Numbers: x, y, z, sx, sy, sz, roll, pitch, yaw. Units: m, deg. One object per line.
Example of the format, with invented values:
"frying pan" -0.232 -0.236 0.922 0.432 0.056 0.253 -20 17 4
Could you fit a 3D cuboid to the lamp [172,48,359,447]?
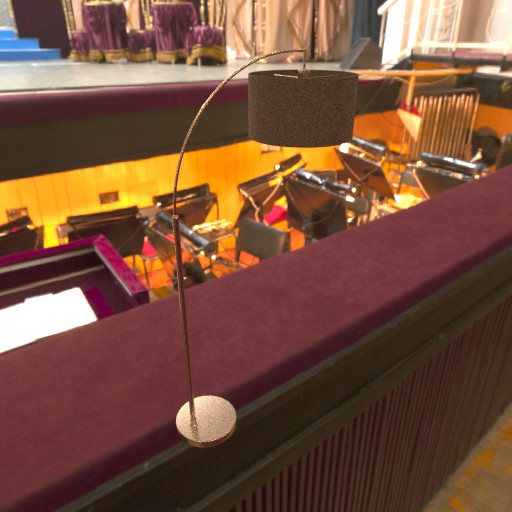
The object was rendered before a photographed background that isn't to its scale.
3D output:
"lamp" 0.000 0.000 2.054 0.934 1.735 0.452 -18 32 -32
